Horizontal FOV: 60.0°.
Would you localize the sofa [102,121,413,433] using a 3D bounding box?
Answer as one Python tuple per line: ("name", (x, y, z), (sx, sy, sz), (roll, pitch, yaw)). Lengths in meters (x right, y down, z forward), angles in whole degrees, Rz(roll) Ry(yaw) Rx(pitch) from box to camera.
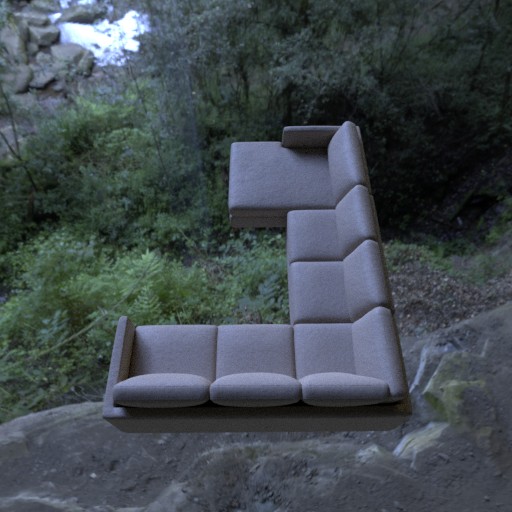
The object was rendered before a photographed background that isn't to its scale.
("sofa", (0.000, 0.000, 4.655), (2.551, 0.889, 3.403), (0, 58, 0))
